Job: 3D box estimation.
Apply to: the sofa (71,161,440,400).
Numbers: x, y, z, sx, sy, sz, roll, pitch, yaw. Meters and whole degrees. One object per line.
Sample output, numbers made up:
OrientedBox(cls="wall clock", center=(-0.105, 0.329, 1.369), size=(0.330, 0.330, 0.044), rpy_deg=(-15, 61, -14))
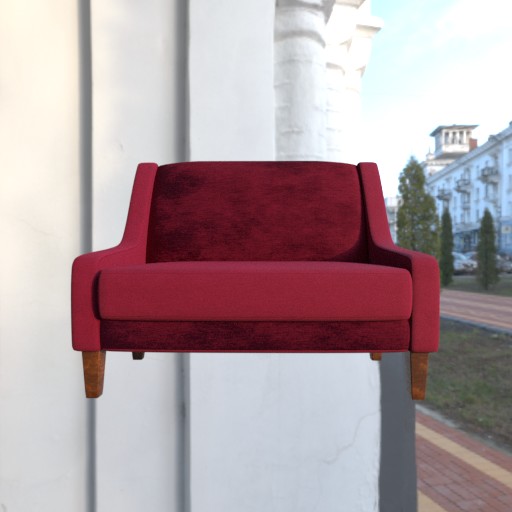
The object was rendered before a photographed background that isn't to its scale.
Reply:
OrientedBox(cls="sofa", center=(0.000, 0.000, 1.892), size=(1.242, 0.976, 0.946), rpy_deg=(0, 0, 1))
